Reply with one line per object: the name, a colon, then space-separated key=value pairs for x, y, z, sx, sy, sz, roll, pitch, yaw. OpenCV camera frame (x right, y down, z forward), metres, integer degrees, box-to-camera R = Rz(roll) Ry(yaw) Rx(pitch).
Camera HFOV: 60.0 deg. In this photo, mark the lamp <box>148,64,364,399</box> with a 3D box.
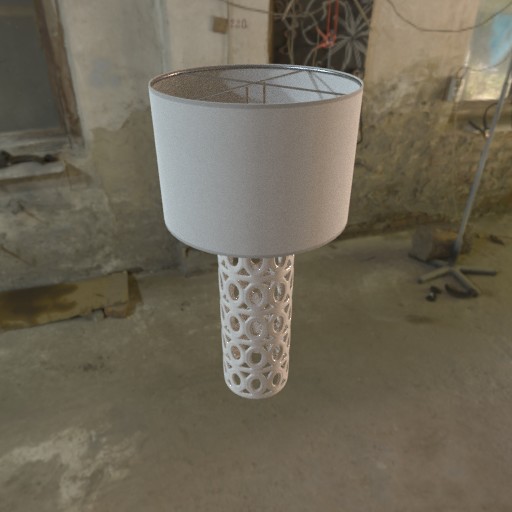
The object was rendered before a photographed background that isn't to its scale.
lamp: x=0.000 y=0.000 z=0.849 sx=0.324 sy=0.636 sz=0.325 roll=20 pitch=37 yaw=29
